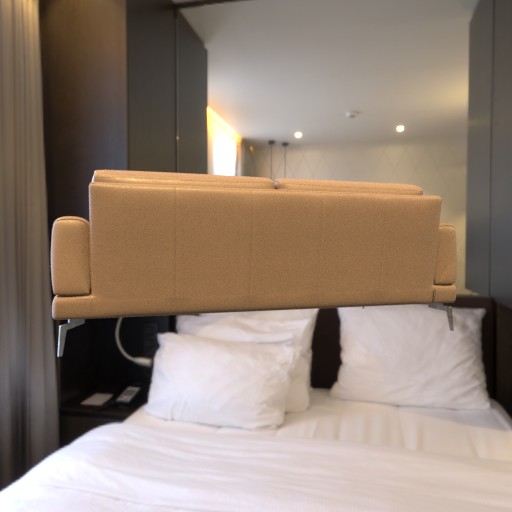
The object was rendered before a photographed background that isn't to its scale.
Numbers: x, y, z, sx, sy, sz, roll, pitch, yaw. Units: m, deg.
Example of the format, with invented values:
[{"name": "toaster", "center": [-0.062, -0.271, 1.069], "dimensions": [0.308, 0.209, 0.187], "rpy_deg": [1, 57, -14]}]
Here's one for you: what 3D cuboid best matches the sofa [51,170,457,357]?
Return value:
[{"name": "sofa", "center": [0.000, 0.000, 2.400], "dimensions": [1.940, 0.765, 0.974], "rpy_deg": [0, 1, -17]}]
